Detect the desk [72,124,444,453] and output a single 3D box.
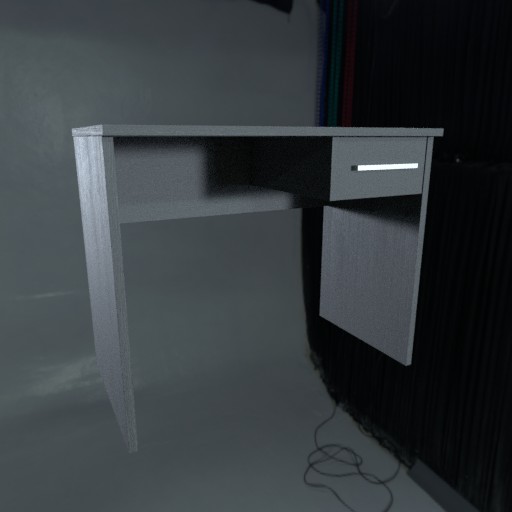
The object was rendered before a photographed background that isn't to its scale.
[{"bbox_3d":[0.000,0.000,1.312,0.893,0.724,0.498,-8,17,-27],"label":"desk"}]
